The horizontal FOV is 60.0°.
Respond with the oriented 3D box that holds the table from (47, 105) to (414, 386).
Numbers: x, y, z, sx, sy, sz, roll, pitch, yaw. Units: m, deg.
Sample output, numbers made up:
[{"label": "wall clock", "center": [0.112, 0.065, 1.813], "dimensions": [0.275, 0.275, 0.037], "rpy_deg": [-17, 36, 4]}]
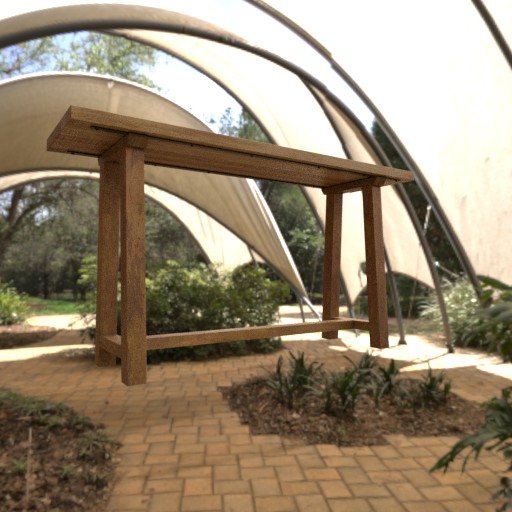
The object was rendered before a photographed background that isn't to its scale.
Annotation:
[{"label": "table", "center": [0.000, 0.000, 1.823], "dimensions": [1.524, 0.810, 0.405], "rpy_deg": [1, -2, -34]}]
